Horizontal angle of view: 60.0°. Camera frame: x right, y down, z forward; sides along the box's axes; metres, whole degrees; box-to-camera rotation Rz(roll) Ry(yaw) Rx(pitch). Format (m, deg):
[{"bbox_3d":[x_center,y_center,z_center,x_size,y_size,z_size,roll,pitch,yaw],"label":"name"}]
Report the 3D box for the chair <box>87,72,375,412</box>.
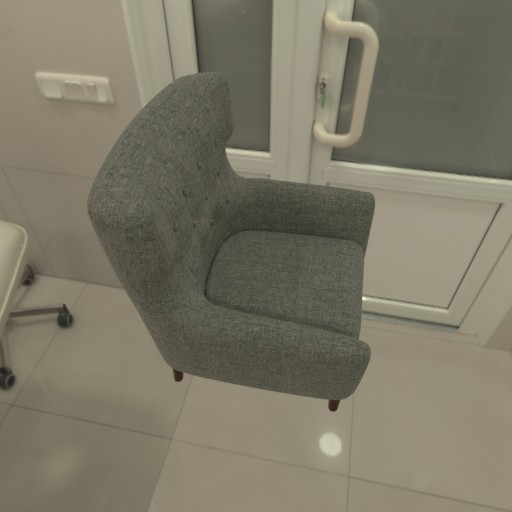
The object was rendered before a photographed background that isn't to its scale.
[{"bbox_3d":[0.000,0.000,1.734,0.904,1.063,0.878,8,47,8],"label":"chair"}]
